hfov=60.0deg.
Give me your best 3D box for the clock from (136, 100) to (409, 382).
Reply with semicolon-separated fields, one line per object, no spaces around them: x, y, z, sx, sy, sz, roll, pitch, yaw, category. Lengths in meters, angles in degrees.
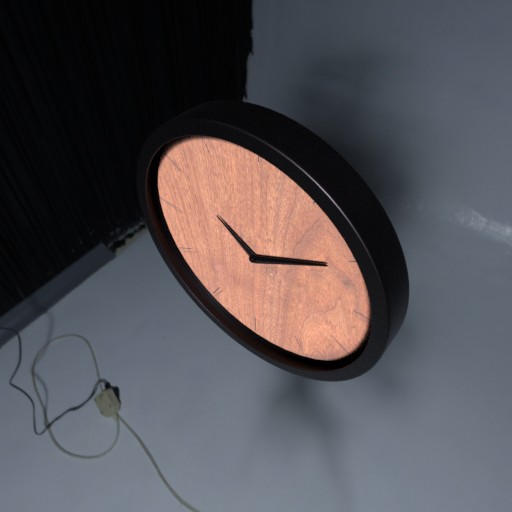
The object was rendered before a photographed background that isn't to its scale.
0.000;0.000;0.460;0.314;0.314;0.040;30;53;25;clock
